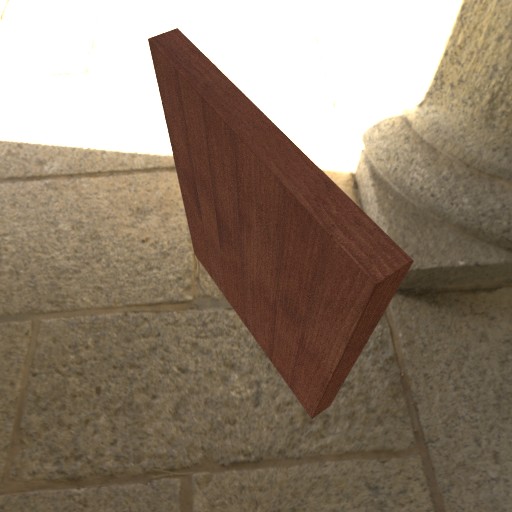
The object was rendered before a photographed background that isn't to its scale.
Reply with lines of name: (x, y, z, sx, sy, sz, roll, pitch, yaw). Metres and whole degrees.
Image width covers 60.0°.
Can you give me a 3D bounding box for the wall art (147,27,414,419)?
wall art: (0.000, 0.000, 0.608, 0.039, 0.449, 0.377, -30, 62, -17)
